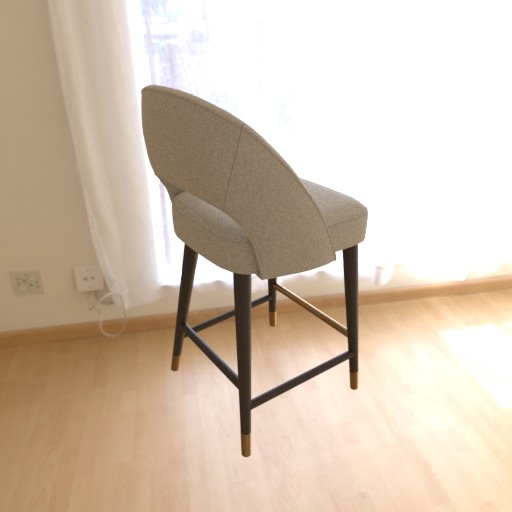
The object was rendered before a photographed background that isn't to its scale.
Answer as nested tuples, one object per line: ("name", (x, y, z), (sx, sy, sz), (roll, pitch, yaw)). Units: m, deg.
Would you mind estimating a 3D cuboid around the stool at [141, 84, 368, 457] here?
("stool", (0.000, 0.000, 1.262), (0.509, 0.940, 0.494), (-19, 33, -32))
